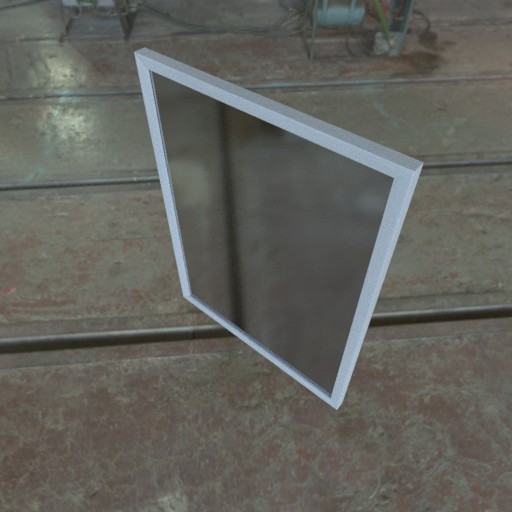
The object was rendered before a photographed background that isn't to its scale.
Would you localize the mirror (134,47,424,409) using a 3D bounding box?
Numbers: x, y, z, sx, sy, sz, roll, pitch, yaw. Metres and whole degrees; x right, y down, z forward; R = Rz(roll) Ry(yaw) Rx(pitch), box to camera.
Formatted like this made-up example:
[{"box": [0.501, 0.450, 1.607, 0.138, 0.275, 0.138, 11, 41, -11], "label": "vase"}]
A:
[{"box": [0.000, 0.000, 1.331, 0.762, 1.016, 0.040, 32, 55, 25], "label": "mirror"}]
